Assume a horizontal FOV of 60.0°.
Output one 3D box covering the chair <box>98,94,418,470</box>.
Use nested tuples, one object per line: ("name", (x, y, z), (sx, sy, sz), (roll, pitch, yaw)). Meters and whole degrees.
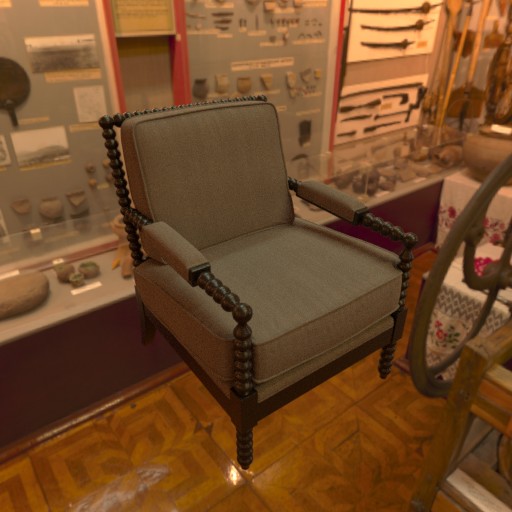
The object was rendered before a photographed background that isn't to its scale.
("chair", (0.000, 0.000, 1.127), (0.540, 0.661, 0.622), (-20, 35, -31))
